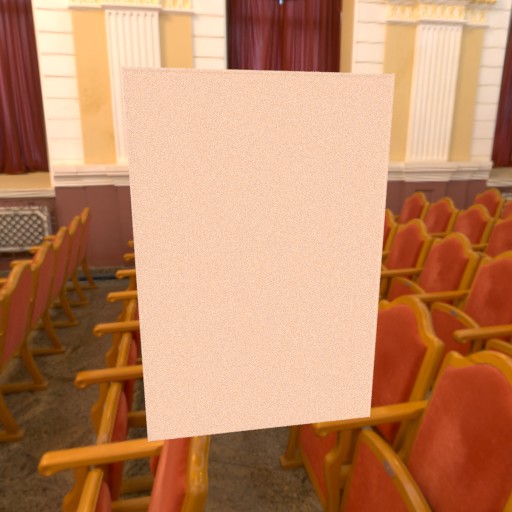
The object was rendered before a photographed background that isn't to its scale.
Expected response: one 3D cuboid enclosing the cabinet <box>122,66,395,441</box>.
[{"bbox_3d":[0.000,0.000,2.538,1.290,1.910,0.510,-3,15,-10],"label":"cabinet"}]
